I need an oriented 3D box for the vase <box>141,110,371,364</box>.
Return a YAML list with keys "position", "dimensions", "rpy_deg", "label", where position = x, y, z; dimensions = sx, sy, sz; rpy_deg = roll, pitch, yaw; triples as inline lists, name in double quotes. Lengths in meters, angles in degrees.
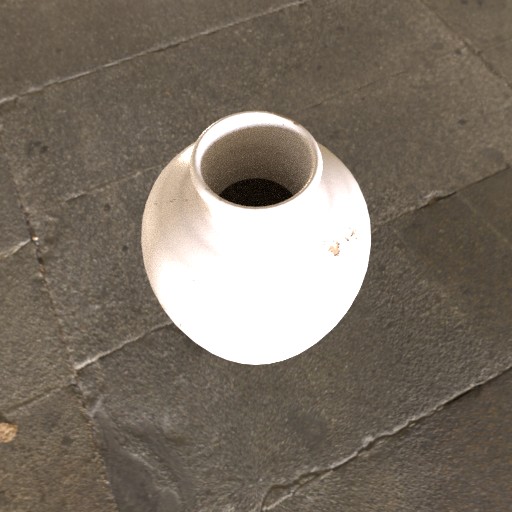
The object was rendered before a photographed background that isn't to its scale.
- position: [0.000, 0.000, 0.337]
  dimensions: [0.158, 0.228, 0.158]
  rpy_deg: [0, 63, 0]
  label: "vase"
